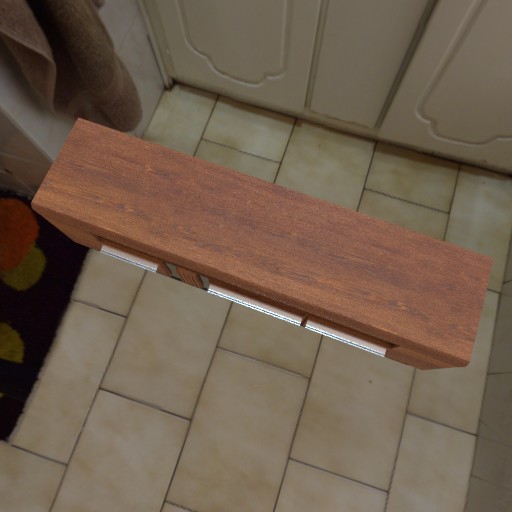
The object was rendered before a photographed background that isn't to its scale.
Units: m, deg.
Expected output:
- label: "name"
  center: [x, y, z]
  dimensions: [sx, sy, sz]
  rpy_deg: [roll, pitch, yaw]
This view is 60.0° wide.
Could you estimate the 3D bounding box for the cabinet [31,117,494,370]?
- label: "cabinet"
  center: [0.000, 0.000, 1.801]
  dimensions: [1.600, 0.510, 0.419]
  rpy_deg: [20, 75, 6]
